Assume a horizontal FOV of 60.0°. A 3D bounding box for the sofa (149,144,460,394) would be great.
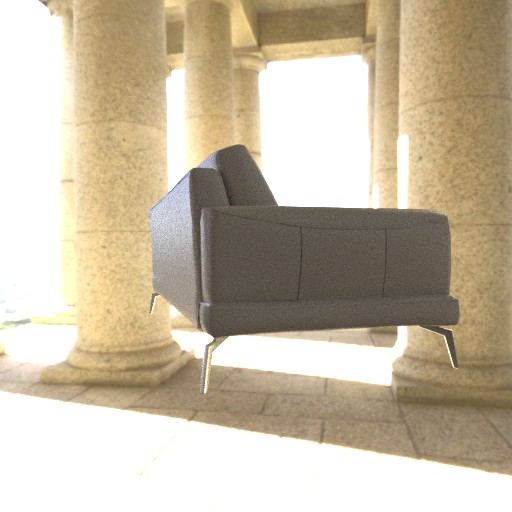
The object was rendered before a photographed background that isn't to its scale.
[{"bbox_3d":[0.000,0.000,2.683,1.121,0.930,2.177,0,1,-18],"label":"sofa"}]
